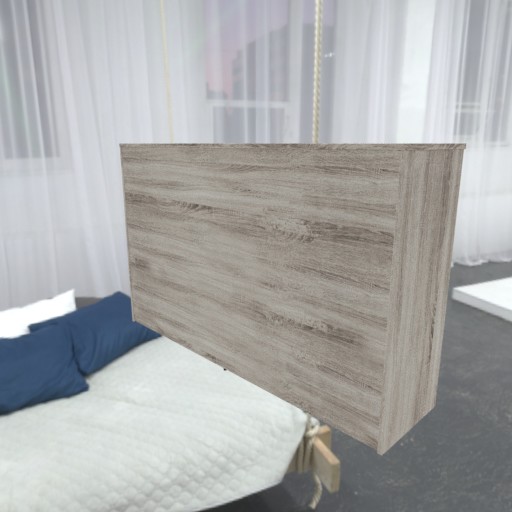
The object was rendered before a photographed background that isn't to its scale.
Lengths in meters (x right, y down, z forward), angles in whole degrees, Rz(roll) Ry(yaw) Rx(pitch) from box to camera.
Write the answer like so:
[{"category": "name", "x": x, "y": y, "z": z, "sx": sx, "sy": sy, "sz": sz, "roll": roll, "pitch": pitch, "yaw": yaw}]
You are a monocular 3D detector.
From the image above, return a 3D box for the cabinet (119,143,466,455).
[{"category": "cabinet", "x": 0.000, "y": 0.000, "z": 1.828, "sx": 0.380, "sy": 0.900, "sz": 1.450, "roll": -14, "pitch": 20, "yaw": -43}]
